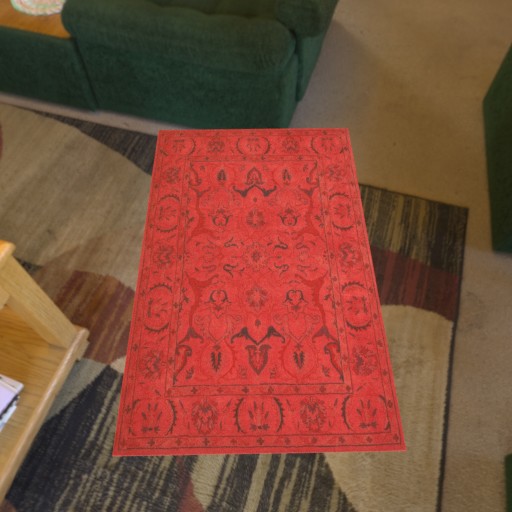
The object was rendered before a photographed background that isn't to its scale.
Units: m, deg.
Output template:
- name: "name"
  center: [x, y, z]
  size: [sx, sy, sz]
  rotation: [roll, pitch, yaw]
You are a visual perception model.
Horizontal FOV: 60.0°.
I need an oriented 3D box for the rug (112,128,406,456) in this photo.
- name: "rug"
  center: [0.000, 0.000, 2.948]
  size: [1.534, 0.010, 2.423]
  rotation: [-1, 58, 0]
